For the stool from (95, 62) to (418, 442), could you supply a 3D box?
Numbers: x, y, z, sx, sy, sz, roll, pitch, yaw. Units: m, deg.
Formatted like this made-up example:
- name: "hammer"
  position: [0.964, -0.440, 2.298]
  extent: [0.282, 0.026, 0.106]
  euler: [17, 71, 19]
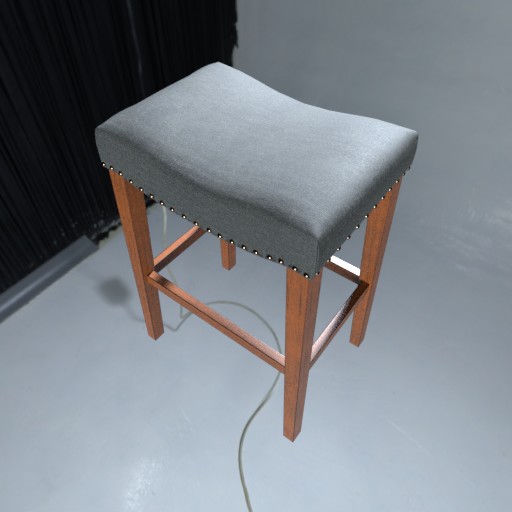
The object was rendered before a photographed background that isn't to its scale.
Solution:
- name: "stool"
  position: [0.000, 0.000, 0.893]
  extent: [0.439, 0.612, 0.320]
  euler: [29, 54, 24]
